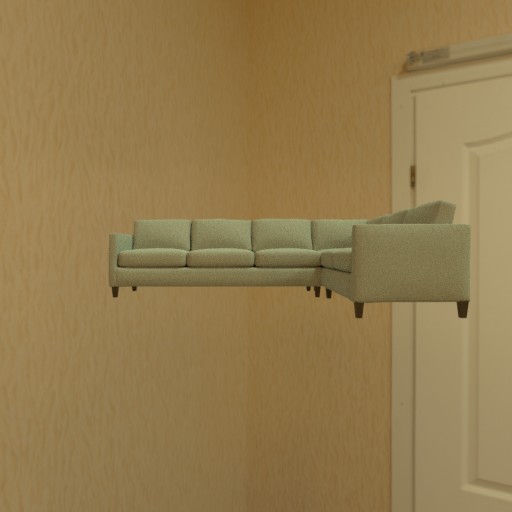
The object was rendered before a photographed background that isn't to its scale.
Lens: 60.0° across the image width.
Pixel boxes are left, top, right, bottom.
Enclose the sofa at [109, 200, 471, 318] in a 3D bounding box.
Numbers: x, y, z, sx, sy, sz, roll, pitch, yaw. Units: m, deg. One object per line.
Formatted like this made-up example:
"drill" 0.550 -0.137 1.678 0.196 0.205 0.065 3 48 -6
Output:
"sofa" 0.000 0.000 4.618 3.333 0.934 2.522 0 1 0
